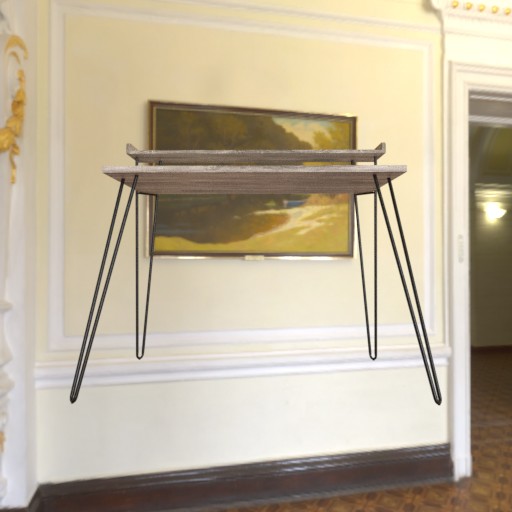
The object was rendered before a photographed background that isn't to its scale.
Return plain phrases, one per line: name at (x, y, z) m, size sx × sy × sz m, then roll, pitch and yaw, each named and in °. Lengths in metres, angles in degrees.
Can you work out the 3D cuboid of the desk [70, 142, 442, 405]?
desk at (0.000, 0.000, 1.633) m, size 1.135 × 0.899 × 0.605 m, roll 0°, pitch 0°, yaw 1°
